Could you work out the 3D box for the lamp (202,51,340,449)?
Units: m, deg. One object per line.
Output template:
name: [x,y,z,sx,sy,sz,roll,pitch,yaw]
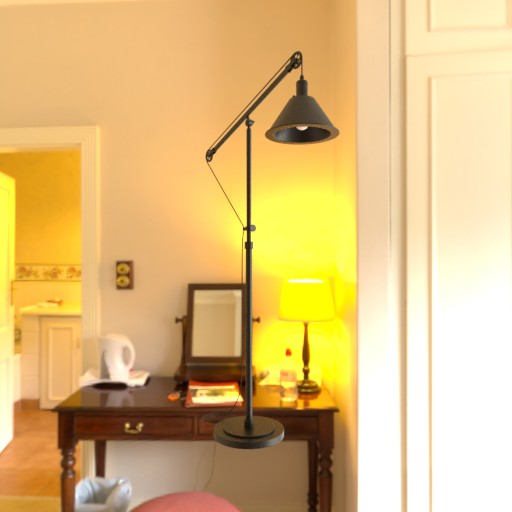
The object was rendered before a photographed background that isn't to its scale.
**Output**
lamp: [0.000,0.000,1.982,0.319,1.626,0.904,0,-1,-36]
